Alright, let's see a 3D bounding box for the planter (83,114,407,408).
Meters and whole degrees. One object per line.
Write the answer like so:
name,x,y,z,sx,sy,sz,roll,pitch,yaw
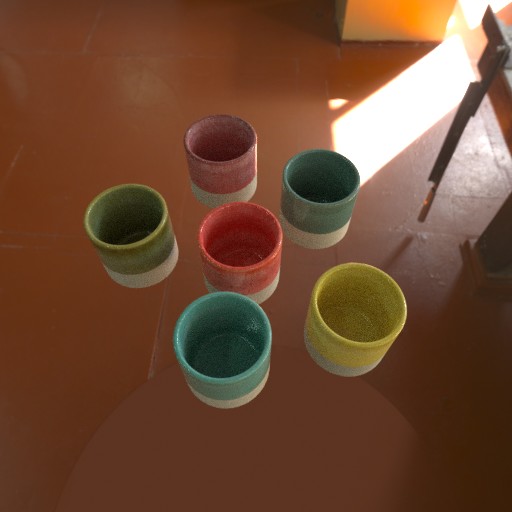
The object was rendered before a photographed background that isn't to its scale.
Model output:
planter,0.000,0.000,0.418,0.286,0.075,0.257,32,63,19
